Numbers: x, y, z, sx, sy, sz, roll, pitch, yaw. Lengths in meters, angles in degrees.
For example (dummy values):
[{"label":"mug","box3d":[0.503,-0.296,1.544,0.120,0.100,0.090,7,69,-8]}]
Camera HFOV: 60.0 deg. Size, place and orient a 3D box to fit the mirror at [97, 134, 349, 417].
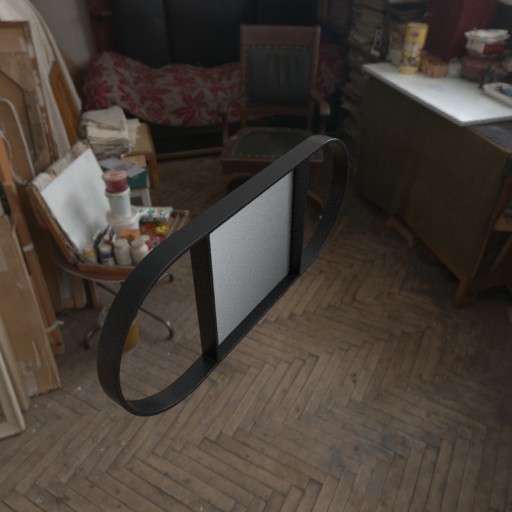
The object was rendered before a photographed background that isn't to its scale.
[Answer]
[{"label":"mirror","box3d":[0.000,0.000,0.687,0.032,0.254,0.584,24,45,26]}]
